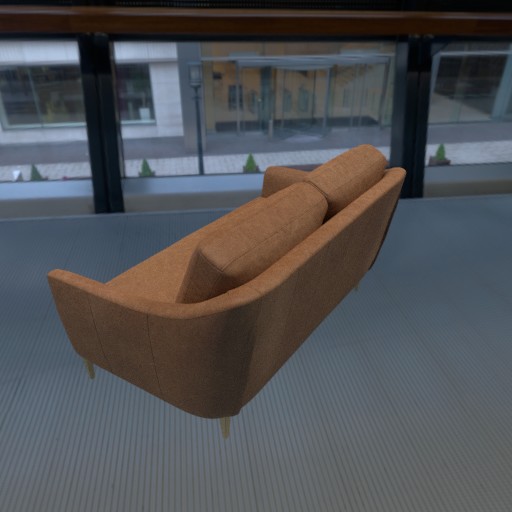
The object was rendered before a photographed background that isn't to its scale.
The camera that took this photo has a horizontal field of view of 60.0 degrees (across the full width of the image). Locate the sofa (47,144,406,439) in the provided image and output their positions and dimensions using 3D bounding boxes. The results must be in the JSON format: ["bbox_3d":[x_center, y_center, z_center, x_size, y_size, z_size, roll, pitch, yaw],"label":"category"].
[{"bbox_3d":[0.000,0.000,2.180,0.960,0.902,1.619,20,36,30],"label":"sofa"}]
